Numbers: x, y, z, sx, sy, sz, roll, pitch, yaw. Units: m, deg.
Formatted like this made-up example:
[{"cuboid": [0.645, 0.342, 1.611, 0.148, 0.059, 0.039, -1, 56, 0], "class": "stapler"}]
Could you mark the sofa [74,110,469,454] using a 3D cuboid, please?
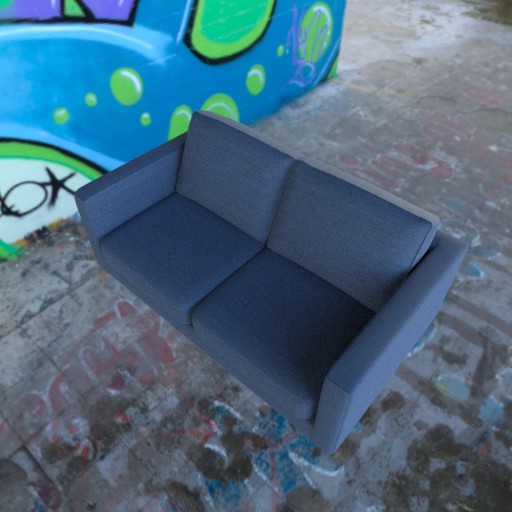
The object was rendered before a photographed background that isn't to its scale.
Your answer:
[{"cuboid": [0.000, 0.000, 2.268, 1.659, 0.907, 0.999, 32, 54, 28], "class": "sofa"}]
